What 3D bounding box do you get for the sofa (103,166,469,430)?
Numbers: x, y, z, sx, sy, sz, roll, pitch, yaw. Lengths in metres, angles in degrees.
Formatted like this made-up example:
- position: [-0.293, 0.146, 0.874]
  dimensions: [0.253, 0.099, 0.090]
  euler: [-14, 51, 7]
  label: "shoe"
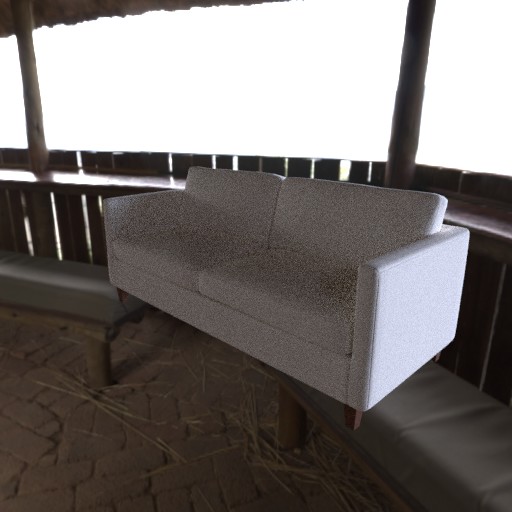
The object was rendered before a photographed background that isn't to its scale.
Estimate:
- position: [0.000, 0.000, 2.683]
  dimensions: [0.924, 0.933, 2.139]
  euler: [-16, 23, -42]
  label: "sofa"
